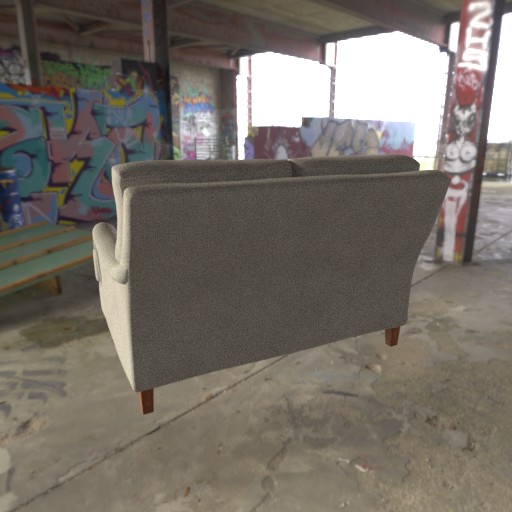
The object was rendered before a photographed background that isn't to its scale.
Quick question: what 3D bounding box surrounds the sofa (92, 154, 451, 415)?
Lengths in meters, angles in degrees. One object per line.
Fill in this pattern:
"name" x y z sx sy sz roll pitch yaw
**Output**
"sofa" 0.000 0.000 2.225 1.480 0.999 1.087 -8 17 -26
